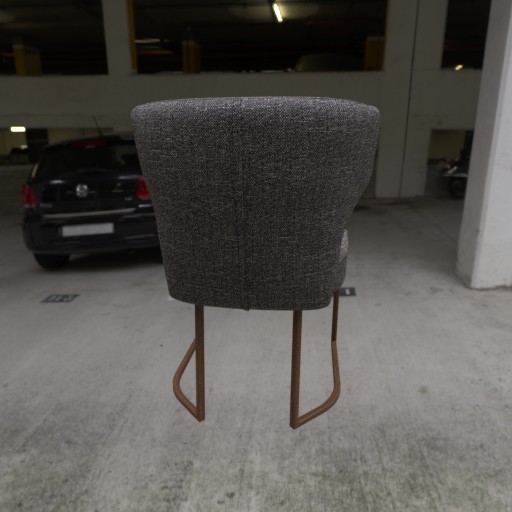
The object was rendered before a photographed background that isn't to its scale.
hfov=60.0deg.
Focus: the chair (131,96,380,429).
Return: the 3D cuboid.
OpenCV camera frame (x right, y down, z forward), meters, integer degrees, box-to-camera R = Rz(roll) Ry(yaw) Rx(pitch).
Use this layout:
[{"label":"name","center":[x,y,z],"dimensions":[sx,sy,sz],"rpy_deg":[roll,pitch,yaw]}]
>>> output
[{"label":"chair","center":[0.000,0.000,1.260],"dimensions":[0.611,0.824,0.617],"rpy_deg":[2,16,7]}]
